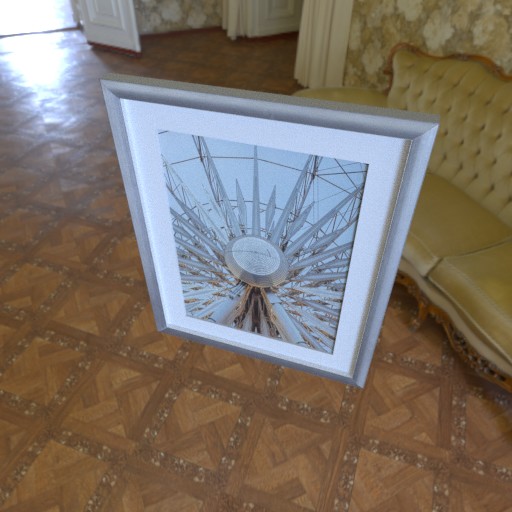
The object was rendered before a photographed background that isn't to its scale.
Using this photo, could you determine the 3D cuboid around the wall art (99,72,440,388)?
[{"bbox_3d":[0.000,0.000,0.762,0.458,0.558,0.029,12,43,14],"label":"wall art"}]
